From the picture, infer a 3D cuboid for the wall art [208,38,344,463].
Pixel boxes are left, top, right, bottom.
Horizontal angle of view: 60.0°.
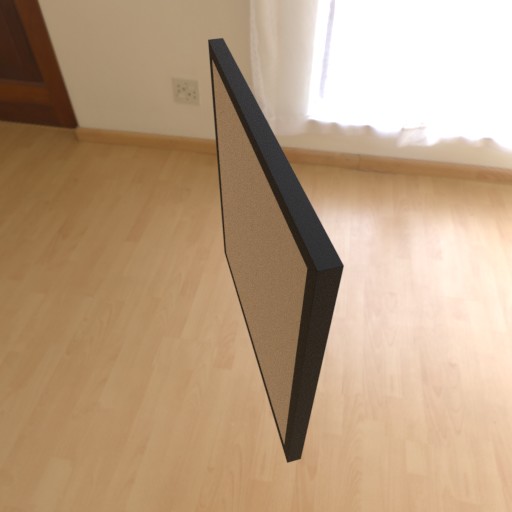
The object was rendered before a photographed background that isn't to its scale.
[{"bbox_3d":[0.000,0.000,0.445,0.015,0.304,0.306,-11,49,-10],"label":"wall art"}]
